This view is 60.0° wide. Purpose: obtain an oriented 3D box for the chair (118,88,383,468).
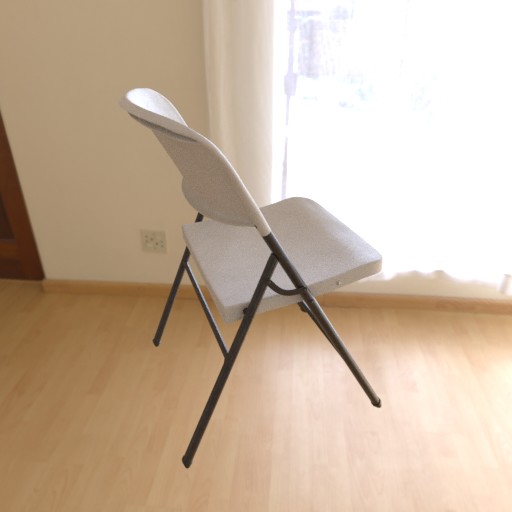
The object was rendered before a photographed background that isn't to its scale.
[{"bbox_3d":[0.000,0.000,1.140,0.566,0.810,0.494,-10,31,-17],"label":"chair"}]
